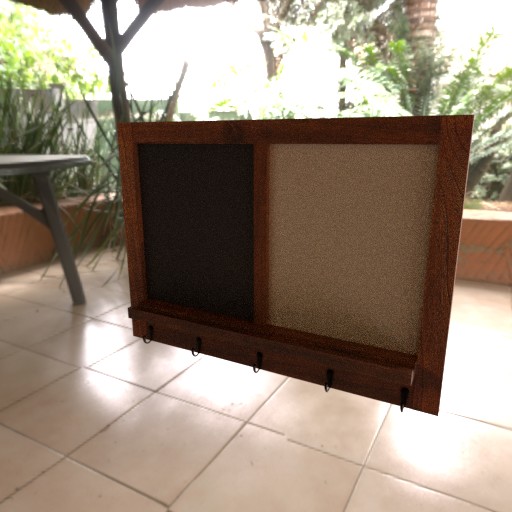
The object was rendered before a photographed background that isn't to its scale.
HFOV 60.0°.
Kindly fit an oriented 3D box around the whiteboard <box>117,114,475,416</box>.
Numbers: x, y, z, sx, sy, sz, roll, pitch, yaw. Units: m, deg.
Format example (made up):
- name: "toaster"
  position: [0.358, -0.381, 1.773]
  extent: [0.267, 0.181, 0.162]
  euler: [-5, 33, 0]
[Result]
- name: "whiteboard"
  position: [0.000, 0.000, 0.936]
  extent: [0.768, 0.553, 0.083]
  euler: [8, 17, 27]
